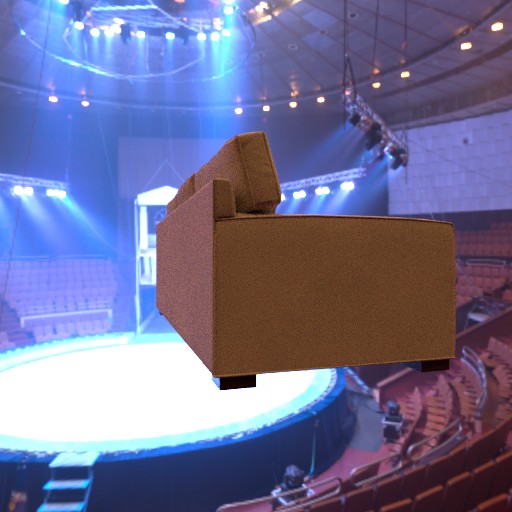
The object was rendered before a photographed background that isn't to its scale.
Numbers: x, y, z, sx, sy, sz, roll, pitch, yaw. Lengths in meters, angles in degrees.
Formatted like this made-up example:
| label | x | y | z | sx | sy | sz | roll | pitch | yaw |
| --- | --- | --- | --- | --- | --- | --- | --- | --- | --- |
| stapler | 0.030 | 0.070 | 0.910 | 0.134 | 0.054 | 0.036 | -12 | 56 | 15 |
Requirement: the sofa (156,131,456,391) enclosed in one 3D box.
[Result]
| label | x | y | z | sx | sy | sz | roll | pitch | yaw |
| --- | --- | --- | --- | --- | --- | --- | --- | --- | --- |
| sofa | 0.000 | 0.000 | 2.515 | 0.935 | 0.862 | 2.088 | 0 | 0 | -18 |
